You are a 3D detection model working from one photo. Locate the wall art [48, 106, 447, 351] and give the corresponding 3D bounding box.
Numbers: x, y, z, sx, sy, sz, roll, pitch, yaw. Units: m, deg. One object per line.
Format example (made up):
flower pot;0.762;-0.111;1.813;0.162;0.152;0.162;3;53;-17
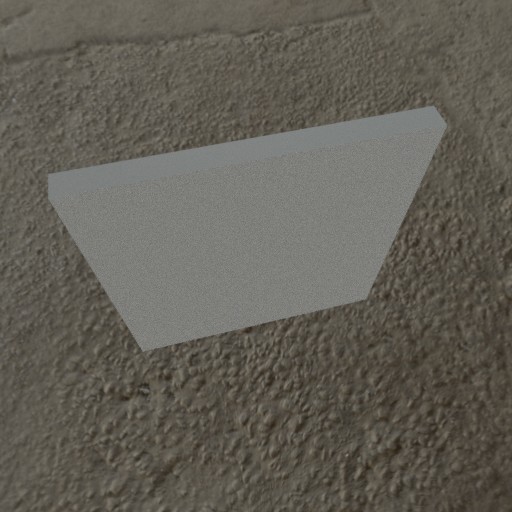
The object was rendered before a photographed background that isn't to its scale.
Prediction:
wall art;0.000;0.000;0.540;0.355;0.355;0.027;-12;59;-7
